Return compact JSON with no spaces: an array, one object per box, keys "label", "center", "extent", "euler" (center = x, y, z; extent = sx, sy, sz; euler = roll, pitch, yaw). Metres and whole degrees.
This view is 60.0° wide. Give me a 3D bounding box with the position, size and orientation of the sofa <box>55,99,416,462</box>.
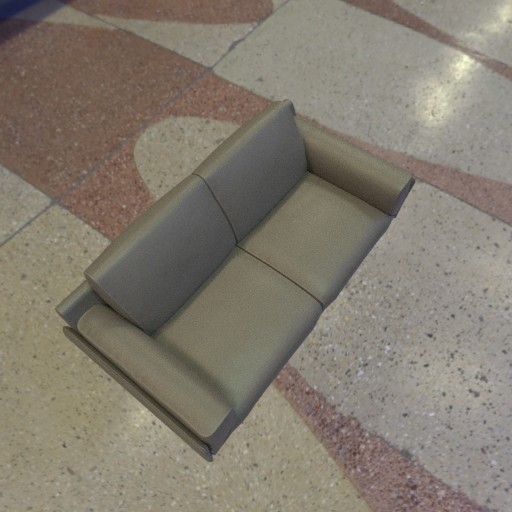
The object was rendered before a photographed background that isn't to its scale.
[{"label":"sofa","center":[0.000,0.000,2.705],"extent":[1.049,0.930,2.101],"euler":[33,64,19]}]
